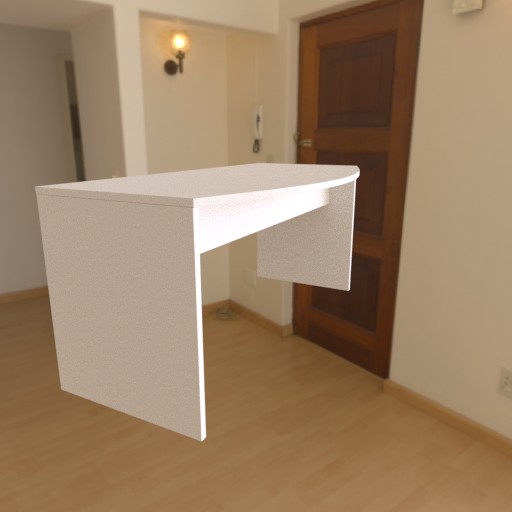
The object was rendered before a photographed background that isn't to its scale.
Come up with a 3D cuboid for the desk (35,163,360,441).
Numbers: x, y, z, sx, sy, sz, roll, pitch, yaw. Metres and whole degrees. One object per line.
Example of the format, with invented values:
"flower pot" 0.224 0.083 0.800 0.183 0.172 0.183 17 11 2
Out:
"desk" 0.000 0.000 2.058 0.802 0.750 1.600 8 17 27
